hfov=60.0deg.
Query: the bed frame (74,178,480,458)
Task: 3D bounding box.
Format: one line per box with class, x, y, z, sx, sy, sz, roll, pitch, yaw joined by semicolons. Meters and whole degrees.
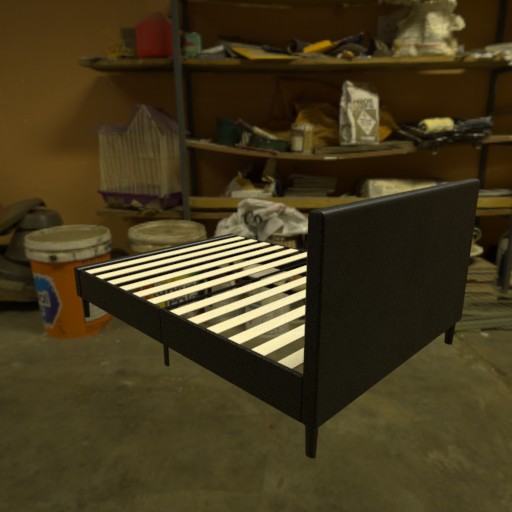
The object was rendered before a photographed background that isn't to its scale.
bed frame;0.000;0.000;3.129;2.318;1.127;1.634;15;22;42
